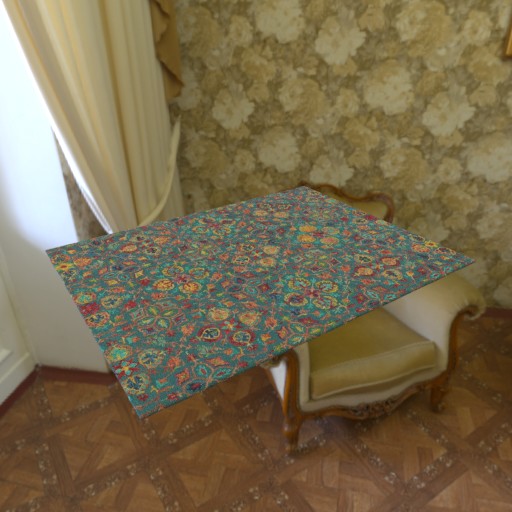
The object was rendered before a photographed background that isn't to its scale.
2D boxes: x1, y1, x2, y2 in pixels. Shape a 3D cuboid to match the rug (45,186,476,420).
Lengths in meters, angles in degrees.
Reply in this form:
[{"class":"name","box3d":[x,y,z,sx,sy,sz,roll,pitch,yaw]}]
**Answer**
[{"class":"rug","box3d":[0.000,0.000,4.127,3.204,0.025,2.434,-18,33,-30]}]
